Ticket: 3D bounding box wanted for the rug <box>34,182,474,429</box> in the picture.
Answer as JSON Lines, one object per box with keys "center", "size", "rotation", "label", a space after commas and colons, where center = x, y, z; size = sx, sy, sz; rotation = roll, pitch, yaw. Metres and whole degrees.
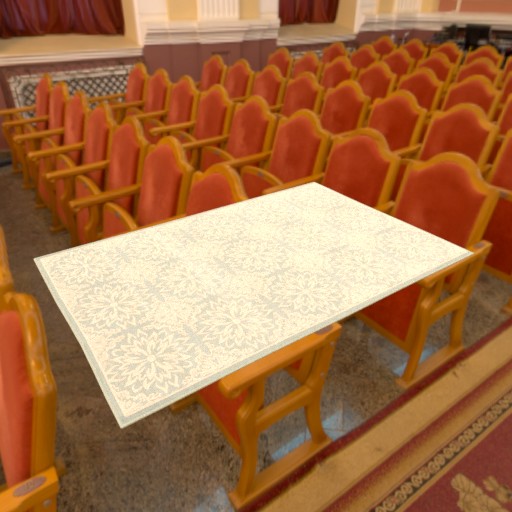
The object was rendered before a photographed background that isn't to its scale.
{"center": [0.000, 0.000, 2.218], "size": [1.840, 0.012, 1.219], "rotation": [-19, 36, -30], "label": "rug"}
